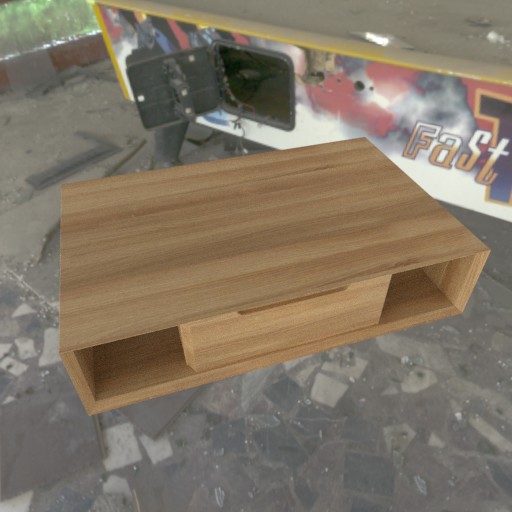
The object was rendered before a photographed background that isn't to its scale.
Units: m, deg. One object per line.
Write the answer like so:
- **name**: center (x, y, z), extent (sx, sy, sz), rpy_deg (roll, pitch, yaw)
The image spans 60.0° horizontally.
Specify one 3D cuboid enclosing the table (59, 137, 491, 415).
- **table**: center (0.000, 0.000, 1.422), extent (1.100, 0.330, 0.700), rpy_deg (-12, 43, -13)
